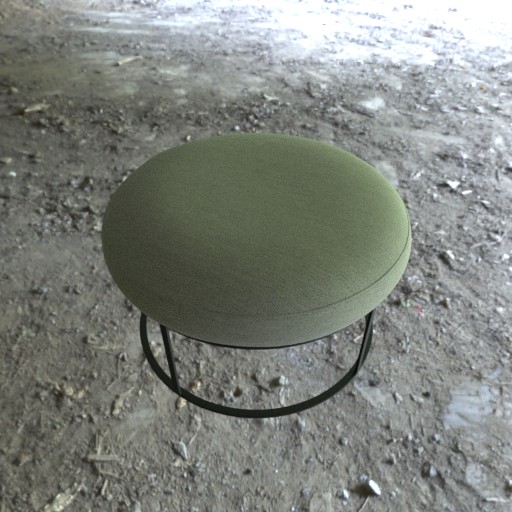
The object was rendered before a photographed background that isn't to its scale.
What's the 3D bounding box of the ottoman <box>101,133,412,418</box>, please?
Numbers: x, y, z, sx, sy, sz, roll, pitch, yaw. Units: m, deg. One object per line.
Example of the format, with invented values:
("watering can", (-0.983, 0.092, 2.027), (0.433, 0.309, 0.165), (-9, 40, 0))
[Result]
("ottoman", (0.000, 0.000, 1.222), (0.769, 0.459, 0.769), (0, 41, 0))
